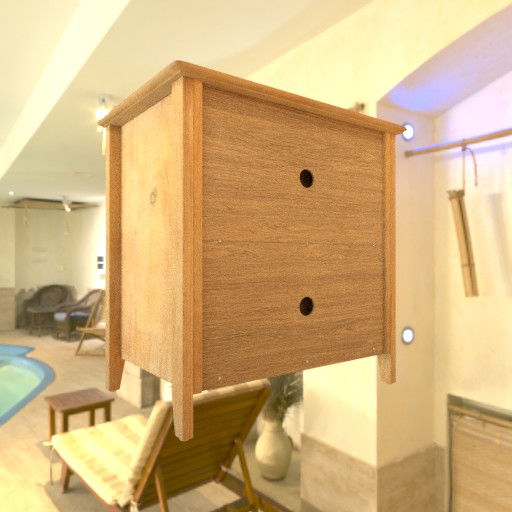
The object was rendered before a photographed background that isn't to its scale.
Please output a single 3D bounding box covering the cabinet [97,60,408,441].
[{"bbox_3d":[0.000,0.000,1.286,0.763,0.762,0.503,0,0,-37],"label":"cabinet"}]
